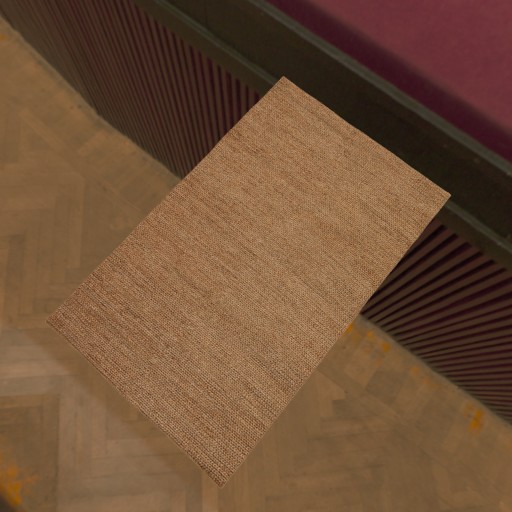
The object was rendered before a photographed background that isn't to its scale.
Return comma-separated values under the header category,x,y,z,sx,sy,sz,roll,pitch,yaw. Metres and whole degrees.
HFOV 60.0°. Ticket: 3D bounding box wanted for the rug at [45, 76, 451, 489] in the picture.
category,x,y,z,sx,sy,sz,roll,pitch,yaw
rug,0.000,0.000,2.981,1.521,0.034,2.438,39,78,10
